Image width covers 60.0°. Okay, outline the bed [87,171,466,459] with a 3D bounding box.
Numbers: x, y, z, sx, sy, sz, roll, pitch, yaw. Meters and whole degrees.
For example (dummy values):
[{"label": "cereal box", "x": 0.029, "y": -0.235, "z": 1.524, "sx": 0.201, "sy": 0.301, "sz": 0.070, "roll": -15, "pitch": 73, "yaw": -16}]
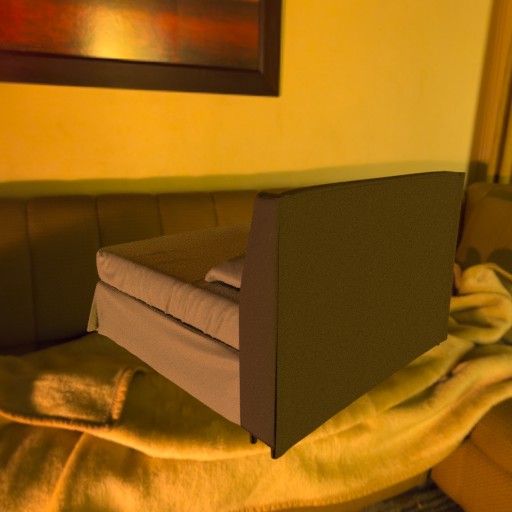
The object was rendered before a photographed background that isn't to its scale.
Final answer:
[{"label": "bed", "x": 0.000, "y": 0.000, "z": 3.396, "sx": 1.925, "sy": 1.332, "sz": 2.276, "roll": -14, "pitch": 20, "yaw": -42}]
